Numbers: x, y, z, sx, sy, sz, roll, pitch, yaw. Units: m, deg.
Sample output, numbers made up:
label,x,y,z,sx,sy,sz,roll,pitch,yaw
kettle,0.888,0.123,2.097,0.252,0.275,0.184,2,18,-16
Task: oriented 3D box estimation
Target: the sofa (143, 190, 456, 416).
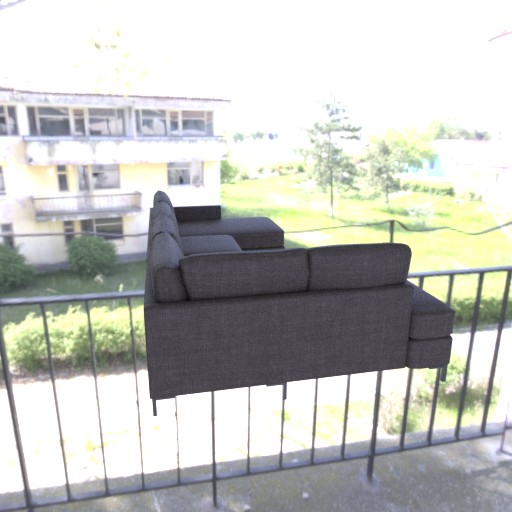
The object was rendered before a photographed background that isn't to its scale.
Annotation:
label,x,y,z,sx,sy,sz,roll,pitch,yaw
sofa,0.000,0.000,4.368,2.048,0.999,3.423,-4,17,-12
